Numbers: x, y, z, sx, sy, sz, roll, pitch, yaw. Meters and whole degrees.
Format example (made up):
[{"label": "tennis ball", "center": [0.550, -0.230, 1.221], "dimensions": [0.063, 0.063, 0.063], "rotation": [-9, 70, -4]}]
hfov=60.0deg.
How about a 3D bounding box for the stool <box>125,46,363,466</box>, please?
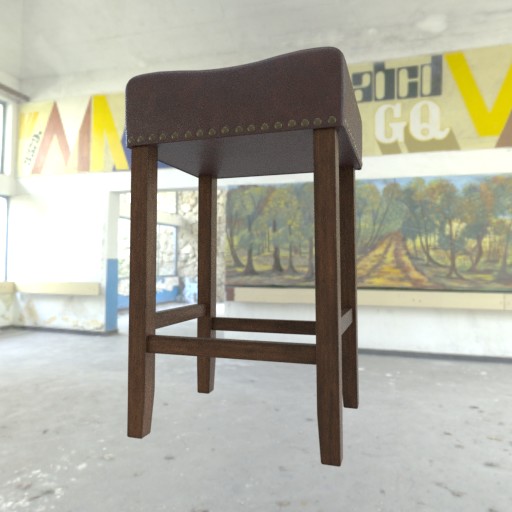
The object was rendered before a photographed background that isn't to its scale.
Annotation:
[{"label": "stool", "center": [0.000, 0.000, 1.047], "dimensions": [0.465, 0.769, 0.401], "rotation": [0, -1, 18]}]
